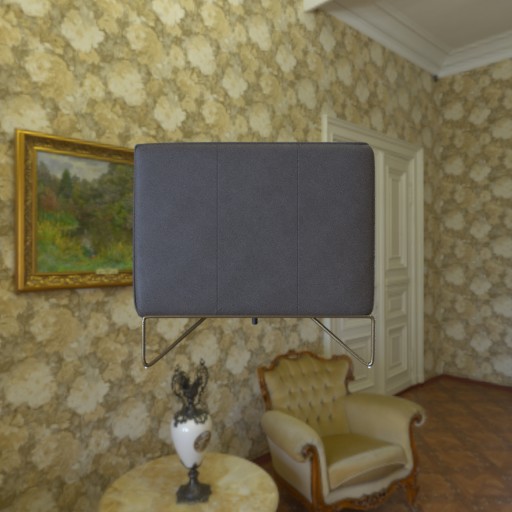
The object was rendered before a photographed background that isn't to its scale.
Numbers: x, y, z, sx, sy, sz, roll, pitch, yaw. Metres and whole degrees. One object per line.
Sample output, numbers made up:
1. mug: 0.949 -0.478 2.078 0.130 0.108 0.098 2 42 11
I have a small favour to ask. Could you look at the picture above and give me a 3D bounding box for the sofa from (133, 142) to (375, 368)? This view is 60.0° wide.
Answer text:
1. sofa: 0.000 0.000 2.552 0.867 0.789 2.087 0 0 0
